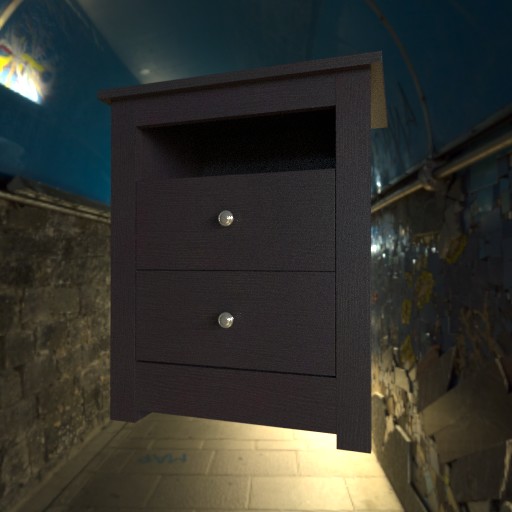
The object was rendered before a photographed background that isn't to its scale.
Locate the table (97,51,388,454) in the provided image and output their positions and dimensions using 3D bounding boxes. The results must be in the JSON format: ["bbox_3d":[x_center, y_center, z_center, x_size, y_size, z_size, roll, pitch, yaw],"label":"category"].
[{"bbox_3d":[0.000,0.000,1.050,0.589,0.711,0.408,0,-1,18],"label":"table"}]
